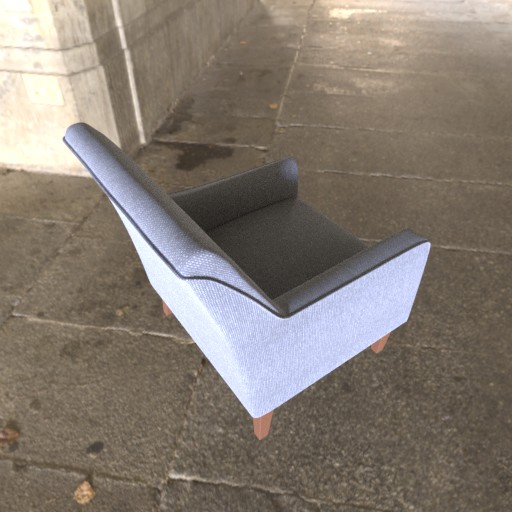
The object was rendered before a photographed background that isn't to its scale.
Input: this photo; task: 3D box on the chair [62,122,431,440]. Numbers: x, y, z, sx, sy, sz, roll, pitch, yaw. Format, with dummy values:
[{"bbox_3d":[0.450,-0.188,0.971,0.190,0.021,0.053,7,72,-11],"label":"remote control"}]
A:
[{"bbox_3d":[0.000,0.000,1.563,0.899,0.919,0.780,-25,46,-26],"label":"chair"}]
